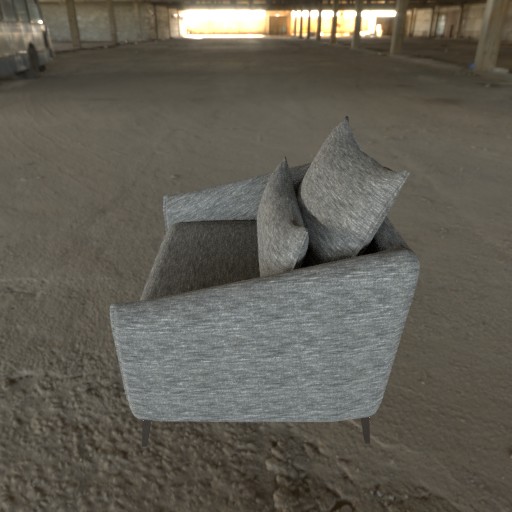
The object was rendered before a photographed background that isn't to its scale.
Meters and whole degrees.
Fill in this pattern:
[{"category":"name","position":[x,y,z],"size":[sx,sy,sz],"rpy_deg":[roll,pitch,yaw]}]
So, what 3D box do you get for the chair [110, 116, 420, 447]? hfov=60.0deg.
[{"category":"chair","position":[0.000,0.000,1.589],"size":[0.805,0.842,1.004],"rpy_deg":[0,28,-1]}]
